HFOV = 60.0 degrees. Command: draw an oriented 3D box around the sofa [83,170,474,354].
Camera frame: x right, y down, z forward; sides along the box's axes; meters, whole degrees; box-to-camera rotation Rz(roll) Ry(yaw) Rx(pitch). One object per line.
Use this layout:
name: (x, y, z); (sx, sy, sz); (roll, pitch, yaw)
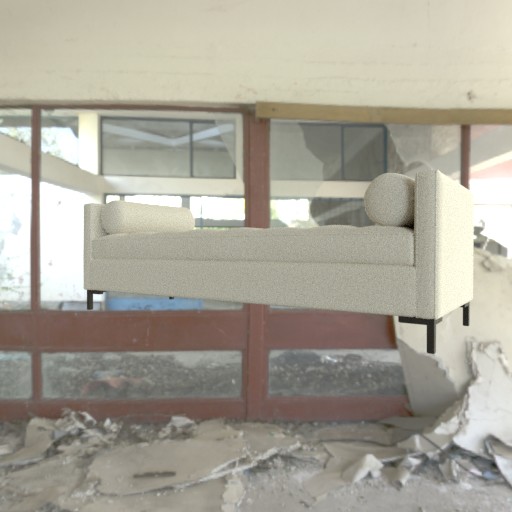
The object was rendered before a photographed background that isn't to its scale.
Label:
sofa: (0.000, 0.000, 2.335); (1.985, 0.641, 0.746); (1, 1, 35)
